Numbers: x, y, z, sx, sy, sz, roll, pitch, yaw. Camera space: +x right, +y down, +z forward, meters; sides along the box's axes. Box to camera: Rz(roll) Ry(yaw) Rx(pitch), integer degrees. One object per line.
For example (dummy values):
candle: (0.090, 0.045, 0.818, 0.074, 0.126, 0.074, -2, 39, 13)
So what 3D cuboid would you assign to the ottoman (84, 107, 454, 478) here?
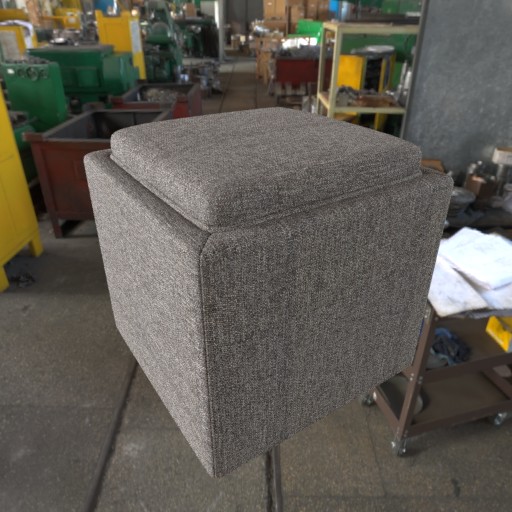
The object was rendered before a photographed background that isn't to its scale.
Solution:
ottoman: (0.000, 0.000, 0.815, 0.450, 0.460, 0.450, -18, 34, -29)
